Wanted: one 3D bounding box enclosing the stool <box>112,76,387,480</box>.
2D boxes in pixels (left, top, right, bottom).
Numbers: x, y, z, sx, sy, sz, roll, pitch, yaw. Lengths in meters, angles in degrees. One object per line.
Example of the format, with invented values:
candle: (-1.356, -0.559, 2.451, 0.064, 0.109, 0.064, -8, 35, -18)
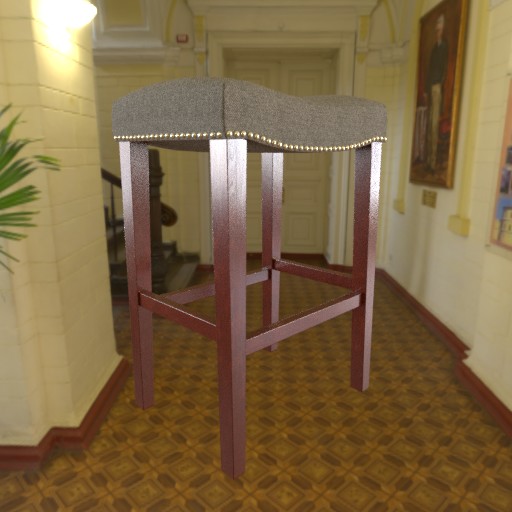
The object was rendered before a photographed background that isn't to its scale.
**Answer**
stool: (0.000, 0.000, 1.048, 0.504, 0.742, 0.372, -13, 19, -43)
